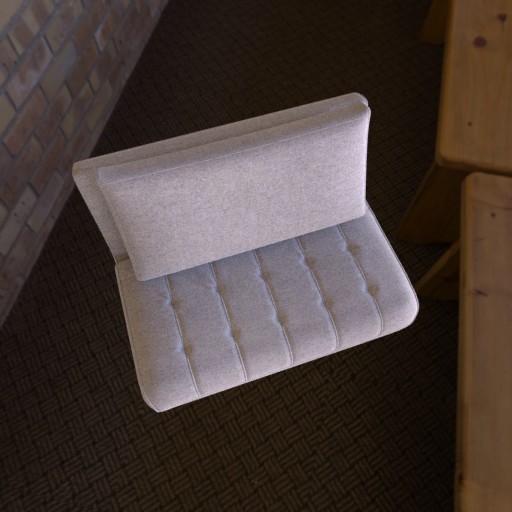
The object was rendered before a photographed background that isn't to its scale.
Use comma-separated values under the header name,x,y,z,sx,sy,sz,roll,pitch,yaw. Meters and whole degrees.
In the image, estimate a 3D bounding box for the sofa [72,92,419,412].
name,x,y,z,sx,sy,sz,roll,pitch,yaw
sofa,0.000,0.000,1.904,1.220,0.910,0.910,-17,64,-8
